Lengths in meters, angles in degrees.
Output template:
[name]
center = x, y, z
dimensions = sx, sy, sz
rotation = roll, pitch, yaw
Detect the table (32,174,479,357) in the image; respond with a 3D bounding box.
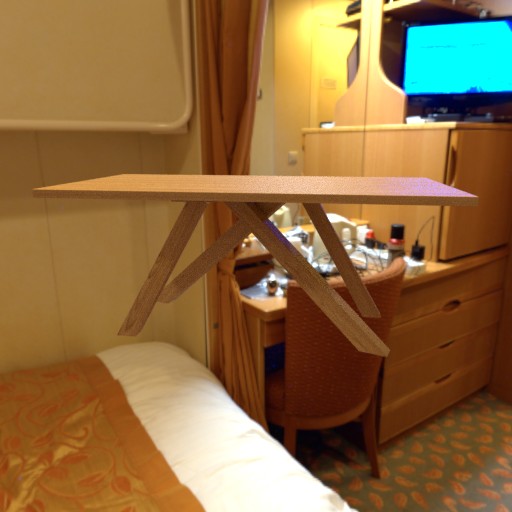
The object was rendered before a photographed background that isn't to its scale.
[table]
center = 0.000, 0.000, 2.287
dimensions = 1.797, 0.750, 0.901
rotation = 2, 15, 8
